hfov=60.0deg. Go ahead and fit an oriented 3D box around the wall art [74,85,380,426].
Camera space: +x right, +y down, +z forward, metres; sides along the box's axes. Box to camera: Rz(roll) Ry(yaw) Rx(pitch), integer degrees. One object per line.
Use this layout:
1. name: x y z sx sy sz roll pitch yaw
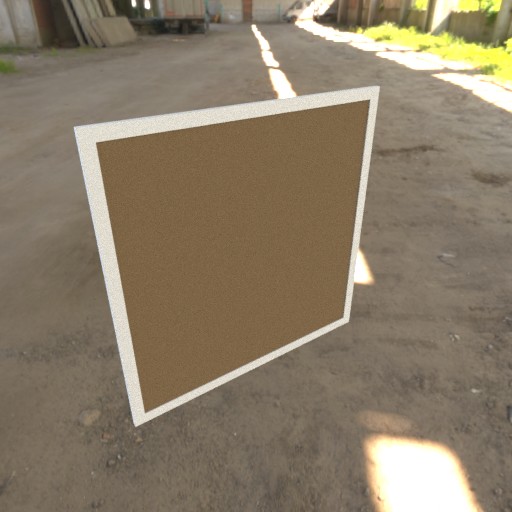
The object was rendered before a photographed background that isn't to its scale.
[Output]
1. wall art: 0.000 0.000 1.220 0.812 0.812 0.015 -19 35 -29
